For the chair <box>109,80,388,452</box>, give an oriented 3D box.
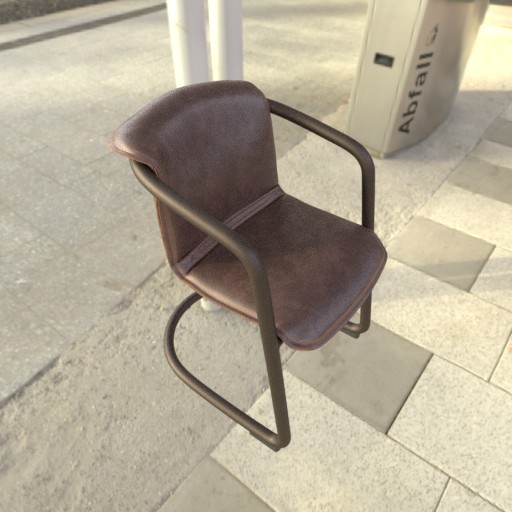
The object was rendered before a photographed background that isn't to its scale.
[{"bbox_3d":[0.000,0.000,1.261,0.664,0.836,0.536,26,47,26],"label":"chair"}]
